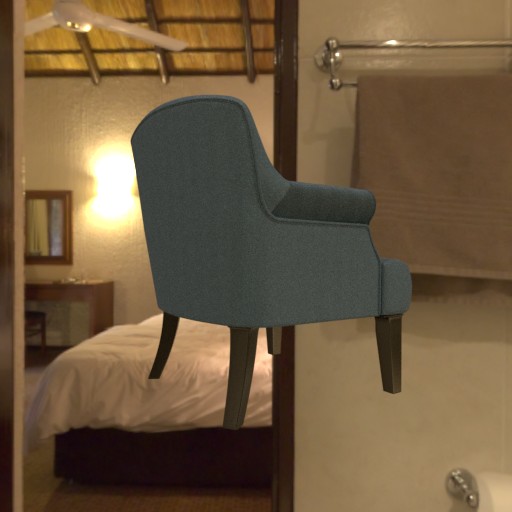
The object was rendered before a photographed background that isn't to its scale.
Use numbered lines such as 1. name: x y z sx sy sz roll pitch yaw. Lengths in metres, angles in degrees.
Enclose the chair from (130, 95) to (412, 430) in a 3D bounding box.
1. chair: 0.000 0.000 1.516 0.754 0.878 0.770 0 1 -35
